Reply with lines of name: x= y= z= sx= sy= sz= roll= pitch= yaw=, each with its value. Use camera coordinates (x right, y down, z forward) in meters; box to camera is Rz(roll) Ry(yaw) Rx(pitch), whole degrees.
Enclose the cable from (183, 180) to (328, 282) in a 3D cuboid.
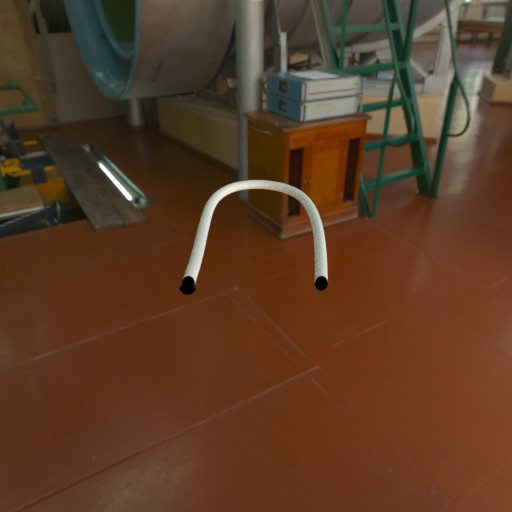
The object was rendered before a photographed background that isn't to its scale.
cable: x=0.000 y=0.000 z=0.110 sx=0.041 sy=0.005 sz=0.098 roll=1 pitch=31 yaw=2
